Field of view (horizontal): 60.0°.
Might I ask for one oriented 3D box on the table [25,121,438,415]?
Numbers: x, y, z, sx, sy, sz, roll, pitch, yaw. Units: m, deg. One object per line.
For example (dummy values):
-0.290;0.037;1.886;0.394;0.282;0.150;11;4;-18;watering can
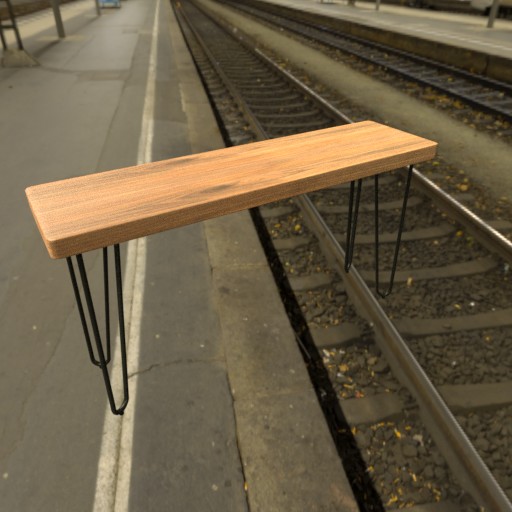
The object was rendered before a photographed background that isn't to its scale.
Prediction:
0.000;0.000;1.903;1.570;0.834;0.425;-18;37;-26;table
